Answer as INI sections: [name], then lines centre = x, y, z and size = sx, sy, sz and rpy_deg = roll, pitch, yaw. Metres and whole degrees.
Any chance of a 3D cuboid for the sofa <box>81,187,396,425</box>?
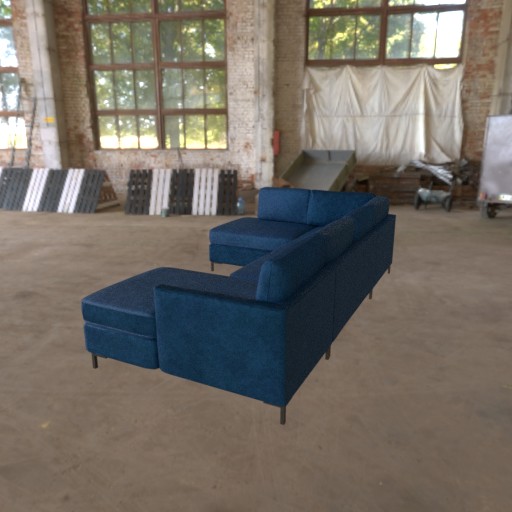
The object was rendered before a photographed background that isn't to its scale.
[sofa]
centre = 0.000, 0.000, 4.332
size = 2.055, 0.992, 3.434
rpy_deg = 7, 17, 26
